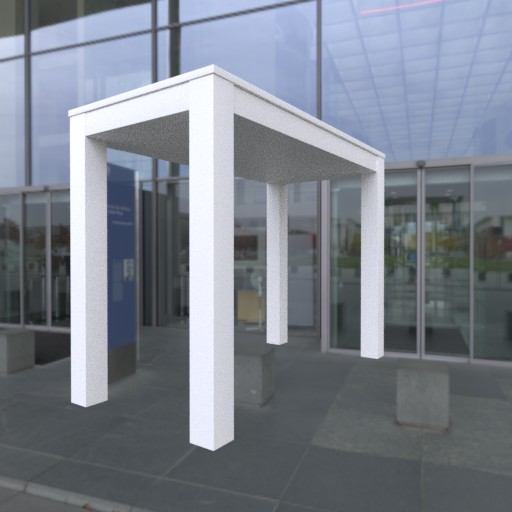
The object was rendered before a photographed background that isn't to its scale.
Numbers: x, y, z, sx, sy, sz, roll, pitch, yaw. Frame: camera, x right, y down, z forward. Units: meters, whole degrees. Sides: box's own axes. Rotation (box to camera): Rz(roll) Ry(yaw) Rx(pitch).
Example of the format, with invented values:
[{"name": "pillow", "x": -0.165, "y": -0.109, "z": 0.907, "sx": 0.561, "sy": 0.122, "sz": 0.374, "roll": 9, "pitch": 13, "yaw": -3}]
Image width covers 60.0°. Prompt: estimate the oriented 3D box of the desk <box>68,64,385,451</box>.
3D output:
[{"name": "desk", "x": 0.000, "y": 0.000, "z": 1.418, "sx": 0.497, "sy": 0.762, "sz": 0.990, "roll": 0, "pitch": 1, "yaw": 35}]
